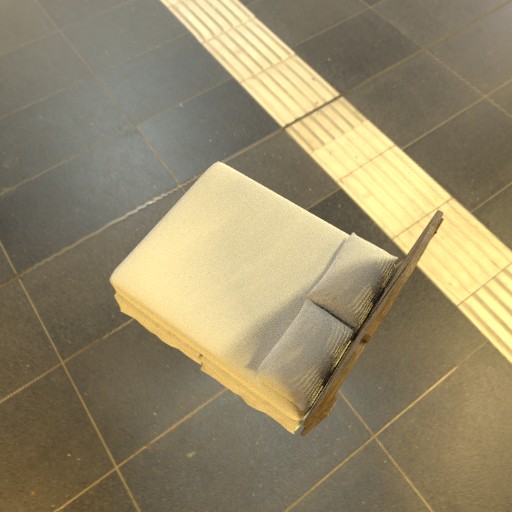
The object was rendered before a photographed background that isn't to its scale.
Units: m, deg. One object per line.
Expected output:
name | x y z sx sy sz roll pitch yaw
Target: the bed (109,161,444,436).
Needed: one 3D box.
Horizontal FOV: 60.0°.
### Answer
bed | 0.000 0.000 3.524 2.138 2.019 1.713 32 68 15
